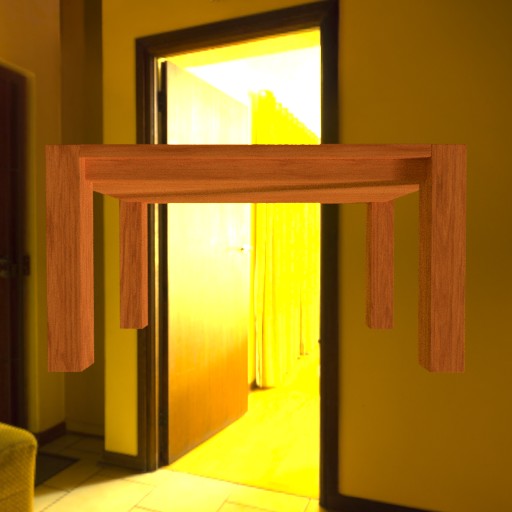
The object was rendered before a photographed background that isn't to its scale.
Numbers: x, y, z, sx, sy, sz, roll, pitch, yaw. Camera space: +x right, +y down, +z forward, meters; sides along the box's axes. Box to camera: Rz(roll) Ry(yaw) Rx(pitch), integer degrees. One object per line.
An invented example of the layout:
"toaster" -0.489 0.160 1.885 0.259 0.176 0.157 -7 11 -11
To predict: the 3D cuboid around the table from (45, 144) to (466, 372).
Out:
"table" 0.000 0.000 1.926 1.400 0.760 0.900 0 1 0
